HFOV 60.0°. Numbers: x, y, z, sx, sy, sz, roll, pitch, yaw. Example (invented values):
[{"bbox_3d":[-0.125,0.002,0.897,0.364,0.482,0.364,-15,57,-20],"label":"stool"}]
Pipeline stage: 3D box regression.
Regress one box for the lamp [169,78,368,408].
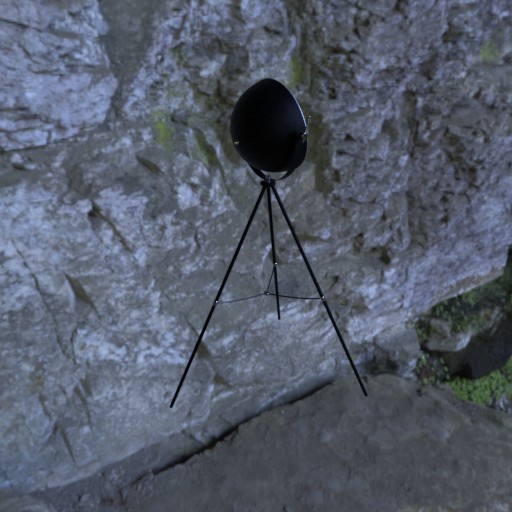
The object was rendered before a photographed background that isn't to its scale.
[{"bbox_3d":[0.000,0.000,2.038,0.920,1.512,0.817,-17,31,-30],"label":"lamp"}]
